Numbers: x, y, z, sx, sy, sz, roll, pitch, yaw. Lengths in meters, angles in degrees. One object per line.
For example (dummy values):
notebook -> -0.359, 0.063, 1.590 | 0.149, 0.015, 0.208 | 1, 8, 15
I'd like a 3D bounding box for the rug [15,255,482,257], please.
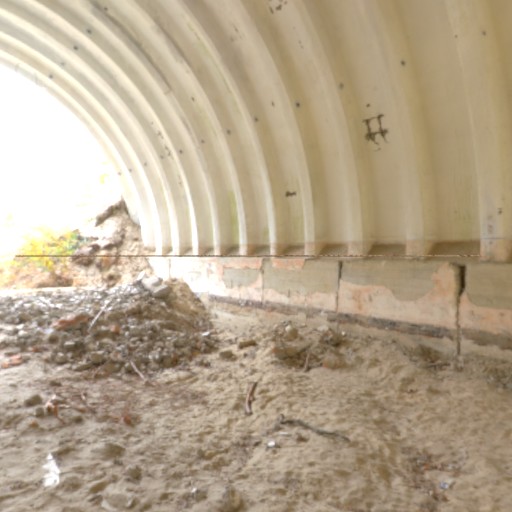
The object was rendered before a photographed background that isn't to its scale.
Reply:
rug -> 0.000, 0.000, 2.899 | 2.428, 0.007, 1.519 | 0, 0, 18
